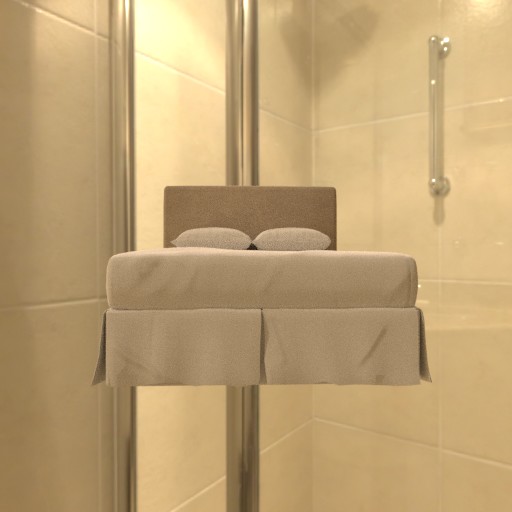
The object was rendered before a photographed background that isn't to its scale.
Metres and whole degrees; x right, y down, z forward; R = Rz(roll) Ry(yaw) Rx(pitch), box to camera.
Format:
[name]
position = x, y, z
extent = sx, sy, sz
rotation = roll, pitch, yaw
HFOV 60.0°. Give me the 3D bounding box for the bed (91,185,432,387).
[bed]
position = 0.000, 0.000, 3.248
extent = 1.713, 1.330, 2.162
rotation = 0, 1, -2
